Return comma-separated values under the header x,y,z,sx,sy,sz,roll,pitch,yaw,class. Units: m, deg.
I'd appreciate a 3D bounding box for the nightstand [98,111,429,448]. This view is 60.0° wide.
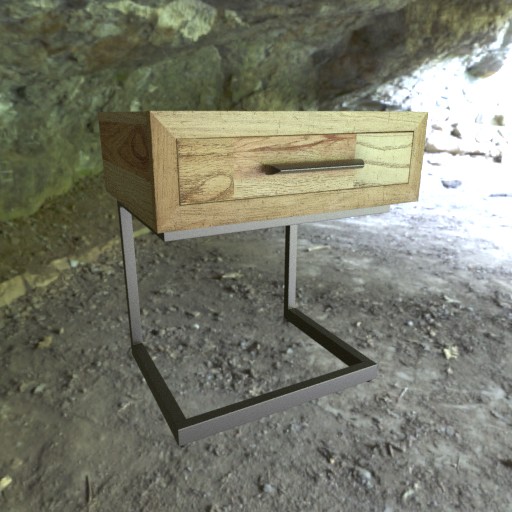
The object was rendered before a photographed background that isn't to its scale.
x,y,z,sx,sy,sz,roll,pitch,yaw,class
0.000,0.000,1.018,0.558,0.632,0.481,-9,20,-26,nightstand
